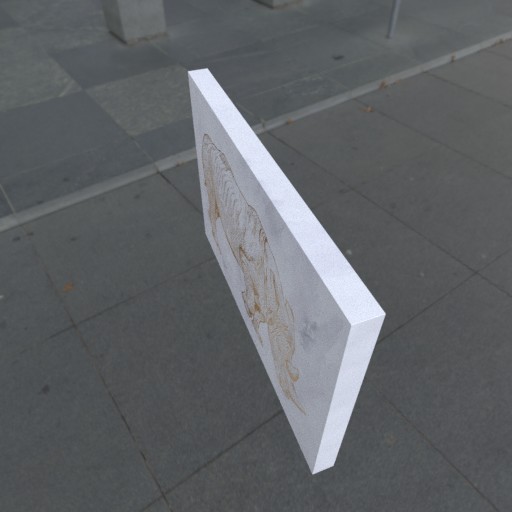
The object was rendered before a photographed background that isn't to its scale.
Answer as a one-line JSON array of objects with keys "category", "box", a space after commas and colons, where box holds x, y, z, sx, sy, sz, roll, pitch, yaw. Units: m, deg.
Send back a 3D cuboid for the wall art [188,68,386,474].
[{"category": "wall art", "box": [0.000, 0.000, 0.769, 0.038, 0.407, 0.609, -15, 48, -14]}]
